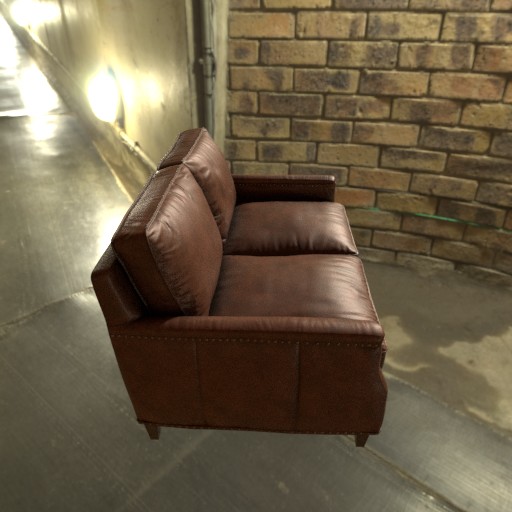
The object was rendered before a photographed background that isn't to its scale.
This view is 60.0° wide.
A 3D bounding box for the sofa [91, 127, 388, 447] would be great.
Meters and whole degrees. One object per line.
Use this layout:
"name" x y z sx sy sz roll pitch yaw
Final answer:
"sofa" 0.000 0.000 2.286 1.083 1.003 1.628 1 31 2
